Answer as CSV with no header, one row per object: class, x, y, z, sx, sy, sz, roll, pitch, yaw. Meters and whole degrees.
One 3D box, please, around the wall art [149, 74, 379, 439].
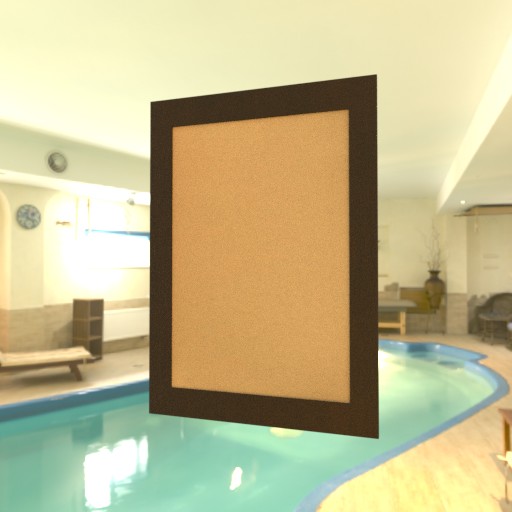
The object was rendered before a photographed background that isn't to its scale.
wall art,0.000,0.000,0.675,0.359,0.508,0.013,0,-1,17
